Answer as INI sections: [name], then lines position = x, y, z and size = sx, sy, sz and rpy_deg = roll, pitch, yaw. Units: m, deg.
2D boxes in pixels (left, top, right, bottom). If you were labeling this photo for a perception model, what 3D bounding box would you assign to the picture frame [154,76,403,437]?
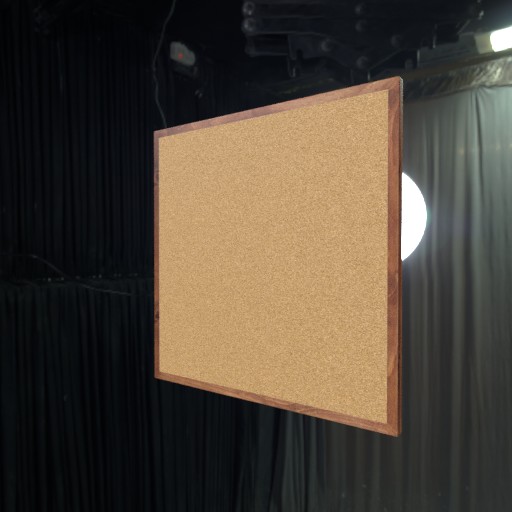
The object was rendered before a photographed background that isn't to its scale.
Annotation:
[picture frame]
position = 0.000, 0.000, 1.247
size = 0.810, 0.817, 0.029
rpy_deg = 1, 1, 35
